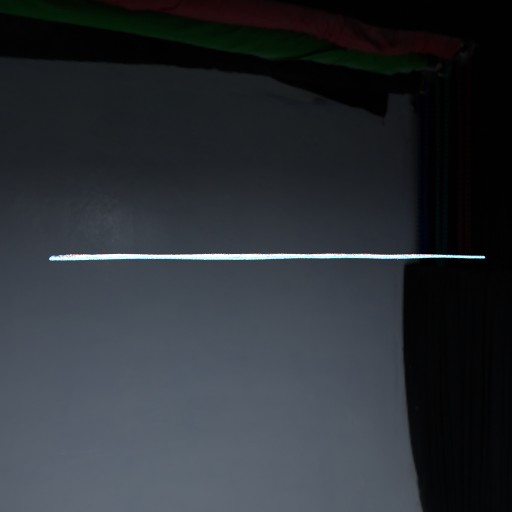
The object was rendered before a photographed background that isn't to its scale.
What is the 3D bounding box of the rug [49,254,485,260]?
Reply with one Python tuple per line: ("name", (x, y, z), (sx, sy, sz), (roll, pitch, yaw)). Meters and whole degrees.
("rug", (0.000, 0.000, 2.312), (1.847, 0.014, 1.195), (0, 1, -19))
